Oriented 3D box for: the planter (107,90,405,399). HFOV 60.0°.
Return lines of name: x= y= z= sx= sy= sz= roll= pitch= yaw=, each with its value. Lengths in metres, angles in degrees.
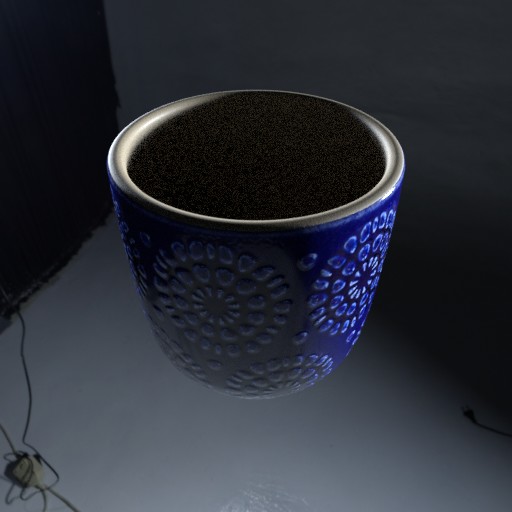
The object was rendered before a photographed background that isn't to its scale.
planter: x=0.000 y=0.000 z=0.200 sx=0.109 sy=0.112 sz=0.109 roll=0 pitch=41 yaw=0
